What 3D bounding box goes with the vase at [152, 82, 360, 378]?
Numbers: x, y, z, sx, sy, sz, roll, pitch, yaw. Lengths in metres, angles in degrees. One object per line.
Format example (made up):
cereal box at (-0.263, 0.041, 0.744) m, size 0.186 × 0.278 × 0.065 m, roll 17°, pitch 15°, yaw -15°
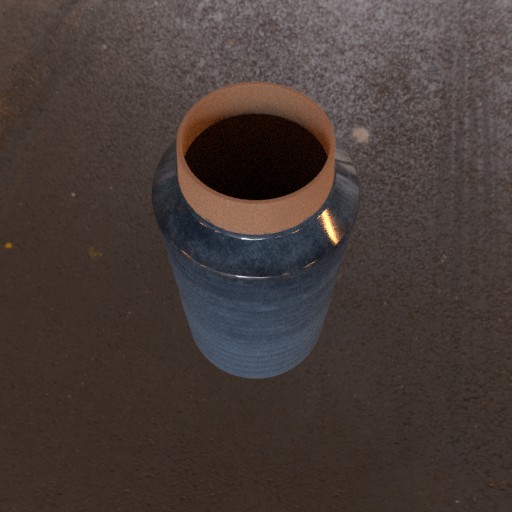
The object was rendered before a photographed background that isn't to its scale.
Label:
vase at (0.000, 0.000, 0.407) m, size 0.163 × 0.316 × 0.163 m, roll 0°, pitch 63°, yaw 0°
